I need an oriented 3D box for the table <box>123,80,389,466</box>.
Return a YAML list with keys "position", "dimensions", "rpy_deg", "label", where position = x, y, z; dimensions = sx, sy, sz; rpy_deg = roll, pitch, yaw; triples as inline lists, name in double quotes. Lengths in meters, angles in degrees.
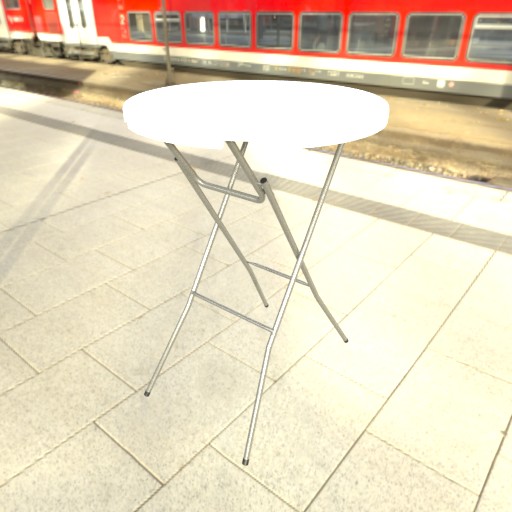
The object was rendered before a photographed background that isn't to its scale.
- position: [0.000, 0.000, 1.630]
  dimensions: [0.792, 1.105, 0.795]
  rpy_deg: [21, 35, 32]
  label: "table"
